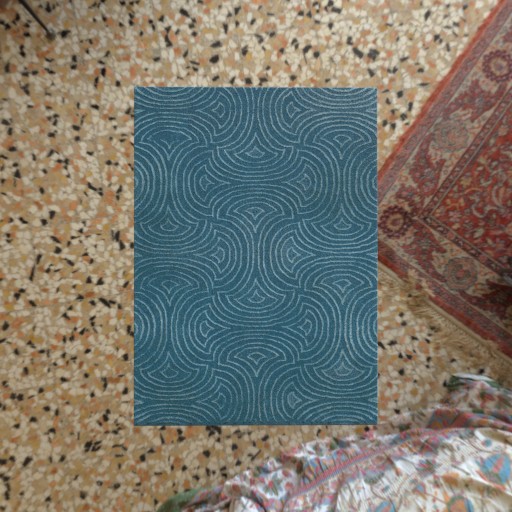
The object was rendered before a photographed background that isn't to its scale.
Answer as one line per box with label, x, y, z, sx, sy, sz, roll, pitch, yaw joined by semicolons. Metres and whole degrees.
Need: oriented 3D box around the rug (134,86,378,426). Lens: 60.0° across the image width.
rug;0.000;0.000;2.810;1.543;0.015;2.144;0;90;-1
